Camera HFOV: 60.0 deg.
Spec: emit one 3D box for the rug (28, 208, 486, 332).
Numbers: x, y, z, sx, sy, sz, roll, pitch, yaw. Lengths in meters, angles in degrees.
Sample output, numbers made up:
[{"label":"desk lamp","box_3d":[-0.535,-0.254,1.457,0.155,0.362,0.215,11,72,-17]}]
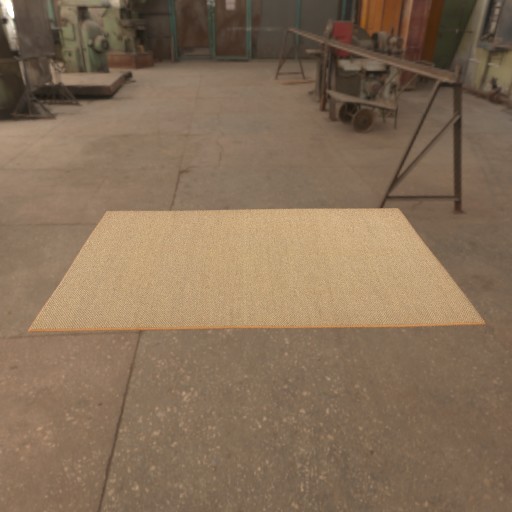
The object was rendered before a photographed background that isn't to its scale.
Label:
[{"label":"rug","box_3d":[0.000,0.000,2.076,1.678,0.013,1.078,-1,30,-1]}]
